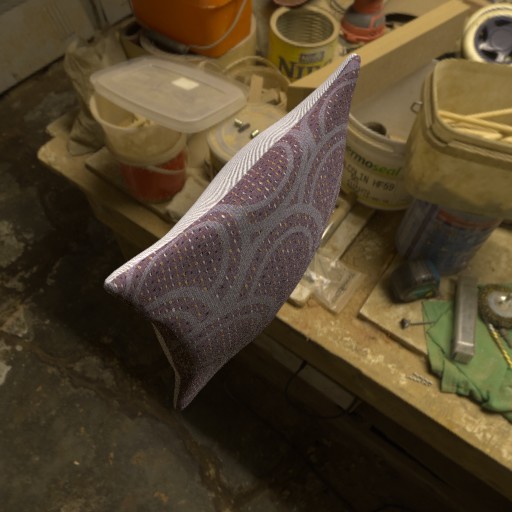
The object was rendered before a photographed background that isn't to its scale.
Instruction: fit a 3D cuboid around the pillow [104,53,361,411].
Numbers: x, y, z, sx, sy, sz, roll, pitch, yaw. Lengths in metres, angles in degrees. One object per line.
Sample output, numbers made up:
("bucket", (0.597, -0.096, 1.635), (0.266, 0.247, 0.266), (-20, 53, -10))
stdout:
("pillow", (0.000, 0.000, 0.783), (0.163, 0.513, 0.514), (33, 63, 19))
